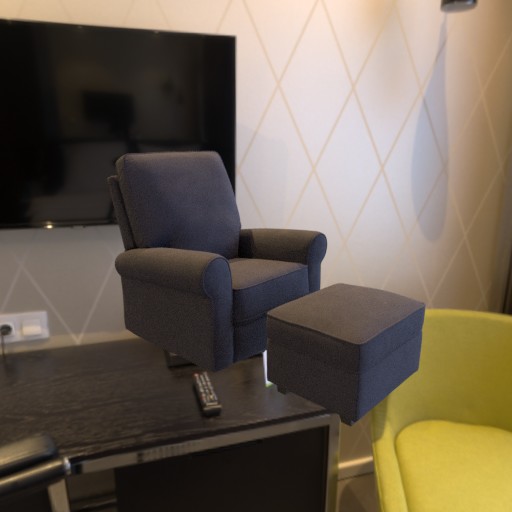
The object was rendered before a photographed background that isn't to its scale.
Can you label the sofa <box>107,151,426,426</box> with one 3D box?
[{"bbox_3d":[0.000,0.000,2.115,1.478,0.959,0.880,13,19,41],"label":"sofa"}]
